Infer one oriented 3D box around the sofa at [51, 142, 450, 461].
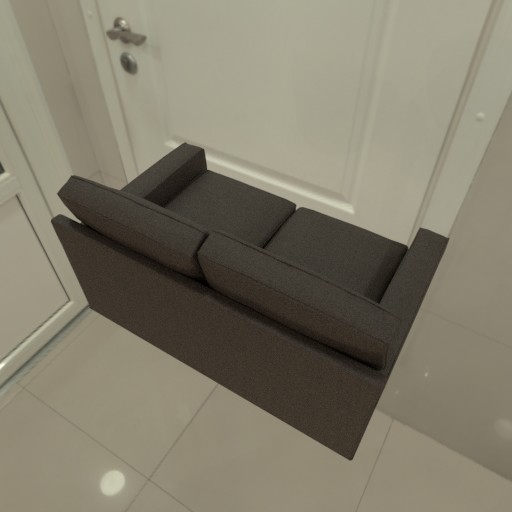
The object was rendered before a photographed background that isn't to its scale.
[{"bbox_3d":[0.000,0.000,2.128,1.534,0.887,0.974,24,52,21],"label":"sofa"}]
